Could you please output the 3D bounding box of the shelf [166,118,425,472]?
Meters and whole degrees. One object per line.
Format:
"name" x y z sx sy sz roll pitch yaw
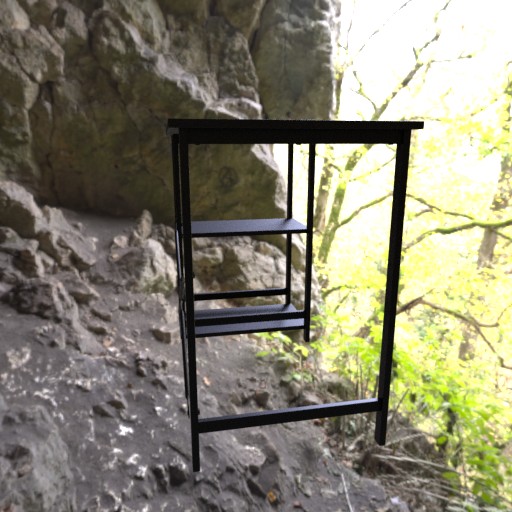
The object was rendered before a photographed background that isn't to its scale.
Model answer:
"shelf" 0.000 0.000 1.347 0.498 0.749 0.902 -3 15 -11
